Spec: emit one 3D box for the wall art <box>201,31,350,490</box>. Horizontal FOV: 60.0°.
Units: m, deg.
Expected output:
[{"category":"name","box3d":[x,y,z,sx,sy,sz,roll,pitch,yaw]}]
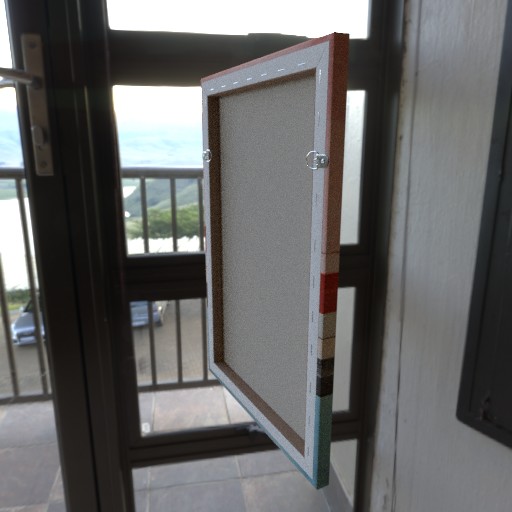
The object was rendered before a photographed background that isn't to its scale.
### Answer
[{"category":"wall art","box3d":[0.000,0.000,1.123,0.038,0.914,0.610,-7,16,-28]}]
